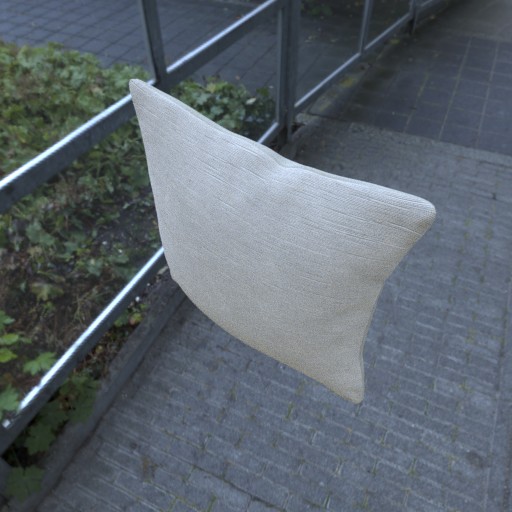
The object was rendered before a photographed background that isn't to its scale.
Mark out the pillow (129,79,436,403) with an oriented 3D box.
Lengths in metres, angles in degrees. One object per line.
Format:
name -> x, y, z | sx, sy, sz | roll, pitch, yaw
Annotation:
pillow -> 0.000, 0.000, 0.657 | 0.437, 0.420, 0.162 | 30, 53, 26
